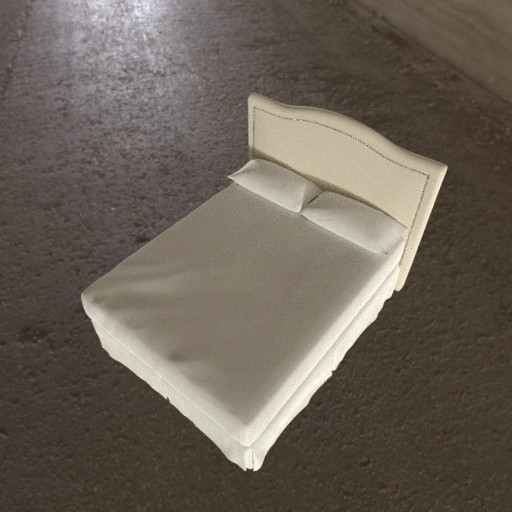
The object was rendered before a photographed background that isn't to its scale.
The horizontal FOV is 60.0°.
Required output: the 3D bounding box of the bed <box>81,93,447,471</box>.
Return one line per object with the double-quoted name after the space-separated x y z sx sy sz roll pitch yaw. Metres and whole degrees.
0.000 0.000 3.350 1.753 1.460 2.143 30 53 26 "bed"
